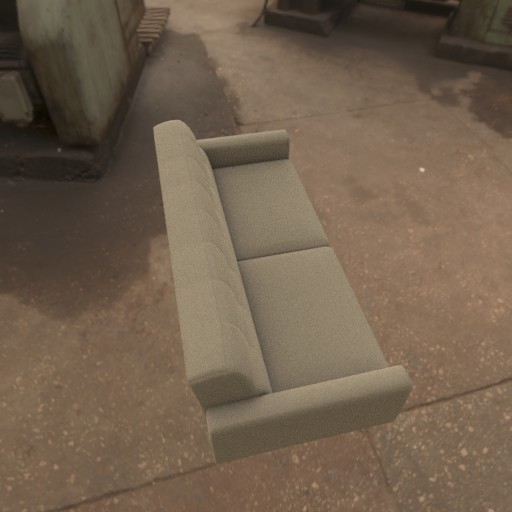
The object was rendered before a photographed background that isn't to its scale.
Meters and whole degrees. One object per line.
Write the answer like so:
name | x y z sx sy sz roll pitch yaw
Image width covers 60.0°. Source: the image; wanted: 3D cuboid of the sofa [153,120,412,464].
sofa | 0.000 0.000 2.703 0.980 0.892 2.137 -10 49 -9
